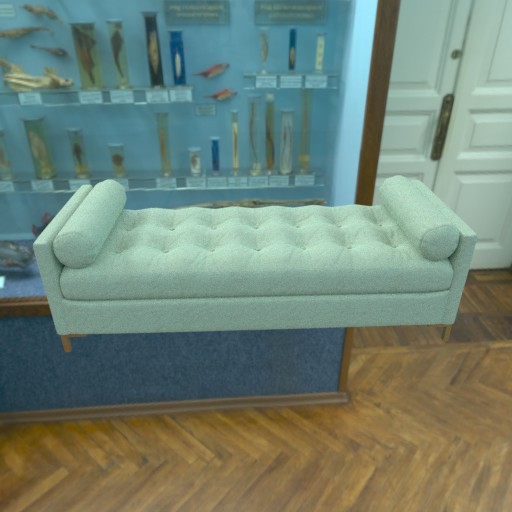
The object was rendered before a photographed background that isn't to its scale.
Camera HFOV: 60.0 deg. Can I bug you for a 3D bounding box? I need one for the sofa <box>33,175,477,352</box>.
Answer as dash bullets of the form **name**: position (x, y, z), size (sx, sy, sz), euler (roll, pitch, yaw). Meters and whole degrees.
- **sofa**: position (0.000, 0.000, 2.524), size (2.102, 0.705, 0.796), euler (-1, 30, -2)
